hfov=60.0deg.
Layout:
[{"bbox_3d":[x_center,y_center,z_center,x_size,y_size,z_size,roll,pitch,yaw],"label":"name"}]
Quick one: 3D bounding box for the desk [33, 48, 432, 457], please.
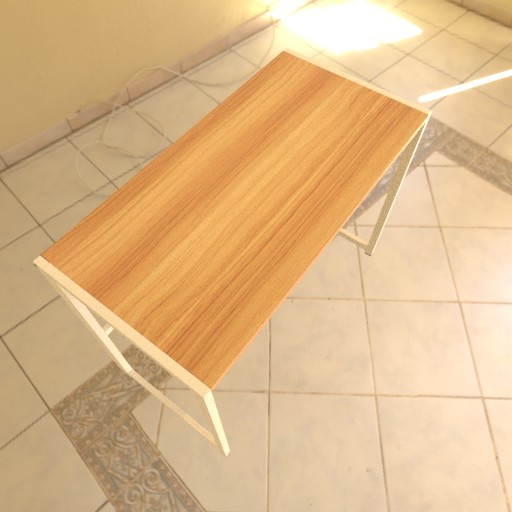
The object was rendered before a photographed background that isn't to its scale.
[{"bbox_3d":[0.000,0.000,1.460,0.508,0.762,1.016,32,63,19],"label":"desk"}]
